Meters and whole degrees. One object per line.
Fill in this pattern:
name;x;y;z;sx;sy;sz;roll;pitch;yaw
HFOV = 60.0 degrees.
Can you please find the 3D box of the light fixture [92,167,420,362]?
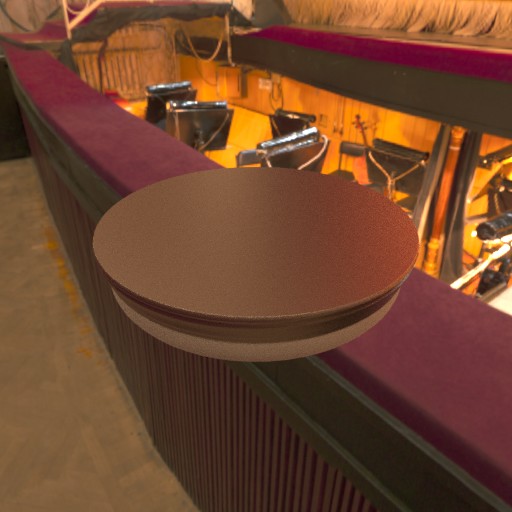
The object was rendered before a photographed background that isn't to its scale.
light fixture;0.000;0.000;0.546;0.368;0.100;0.368;0;31;0
